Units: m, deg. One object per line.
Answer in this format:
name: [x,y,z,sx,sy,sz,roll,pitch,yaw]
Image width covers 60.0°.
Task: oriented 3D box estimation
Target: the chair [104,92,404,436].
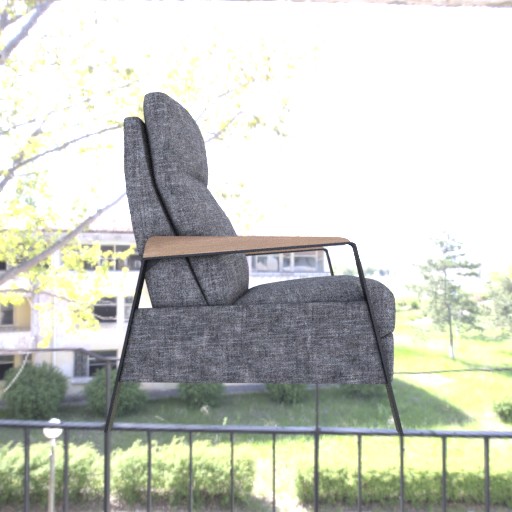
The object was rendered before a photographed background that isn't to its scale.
chair: [0.000,0.000,1.624,0.868,1.042,0.671,0,-1,2]
